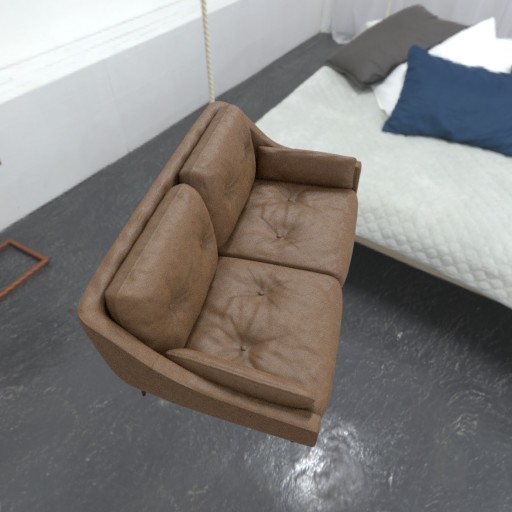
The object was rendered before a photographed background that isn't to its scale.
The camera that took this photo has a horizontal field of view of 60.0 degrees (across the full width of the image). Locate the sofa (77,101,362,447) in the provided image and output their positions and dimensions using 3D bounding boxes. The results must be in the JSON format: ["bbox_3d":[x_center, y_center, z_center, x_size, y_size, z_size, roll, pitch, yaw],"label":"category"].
[{"bbox_3d":[0.000,0.000,2.303,0.981,0.886,1.731,11,48,10],"label":"sofa"}]
